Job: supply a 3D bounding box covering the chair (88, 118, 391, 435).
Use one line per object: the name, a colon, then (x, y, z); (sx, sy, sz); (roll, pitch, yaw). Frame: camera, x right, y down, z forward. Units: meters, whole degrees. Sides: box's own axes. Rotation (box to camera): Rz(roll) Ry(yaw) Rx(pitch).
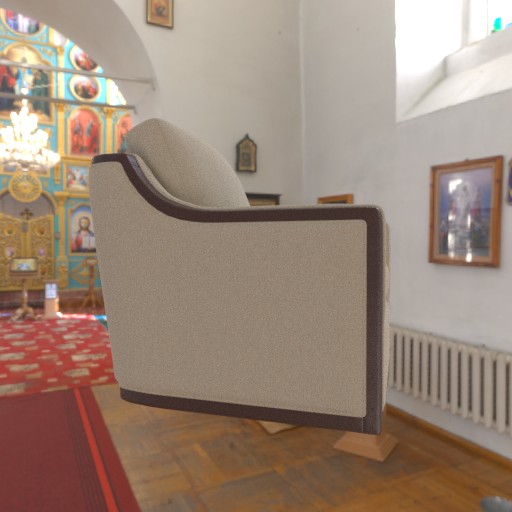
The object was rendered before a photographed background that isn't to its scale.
chair: (0.000, 0.000, 1.654); (0.950, 0.930, 0.870); (0, 1, 18)
